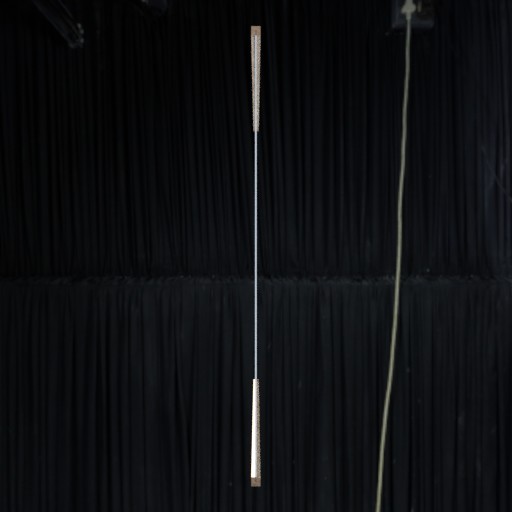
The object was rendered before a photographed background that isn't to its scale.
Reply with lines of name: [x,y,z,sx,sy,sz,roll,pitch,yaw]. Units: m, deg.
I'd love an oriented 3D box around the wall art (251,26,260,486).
wall art: [0.000,0.000,0.815,0.012,0.608,0.459,0,0,0]
